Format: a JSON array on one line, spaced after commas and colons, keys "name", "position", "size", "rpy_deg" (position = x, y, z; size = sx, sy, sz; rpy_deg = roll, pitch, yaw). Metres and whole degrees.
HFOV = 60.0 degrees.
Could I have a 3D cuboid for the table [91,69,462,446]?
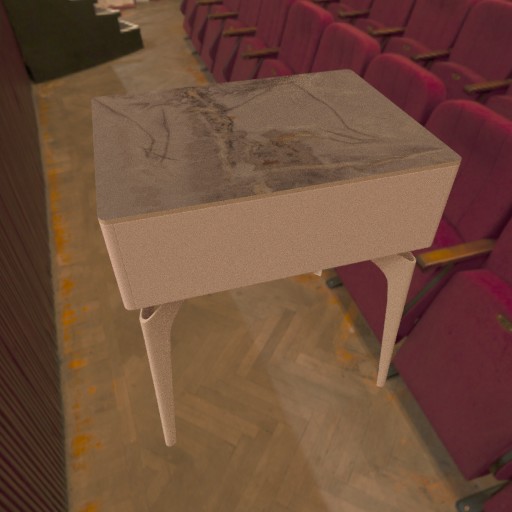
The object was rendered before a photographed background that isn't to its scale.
[{"name": "table", "position": [0.000, 0.000, 0.899], "size": [0.500, 0.570, 0.400], "rpy_deg": [-11, 43, -12]}]
